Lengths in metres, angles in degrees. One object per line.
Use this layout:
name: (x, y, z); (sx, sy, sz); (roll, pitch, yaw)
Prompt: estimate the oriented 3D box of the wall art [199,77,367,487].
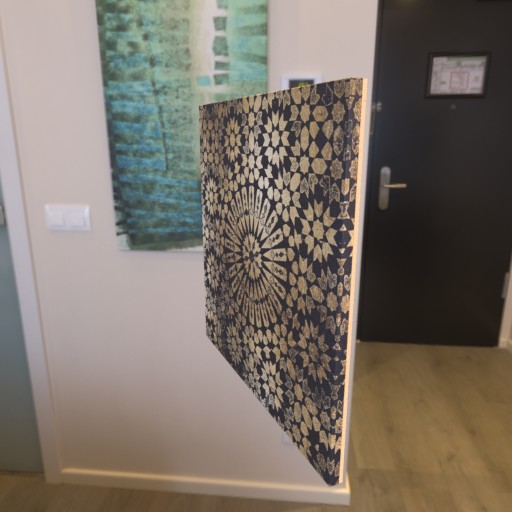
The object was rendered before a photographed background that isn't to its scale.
wall art: (0.000, 0.000, 1.342); (0.038, 0.914, 0.914); (-7, 17, -24)
